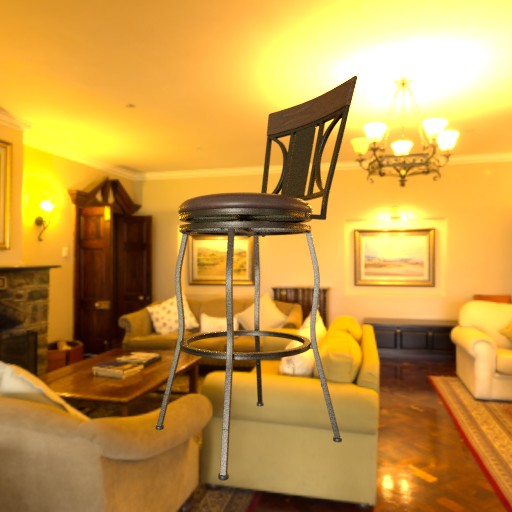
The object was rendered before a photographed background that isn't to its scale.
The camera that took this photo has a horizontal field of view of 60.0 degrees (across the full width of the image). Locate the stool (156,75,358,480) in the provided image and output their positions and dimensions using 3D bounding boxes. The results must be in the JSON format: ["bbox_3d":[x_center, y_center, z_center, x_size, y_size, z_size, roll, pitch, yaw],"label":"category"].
[{"bbox_3d":[0.000,0.000,1.432,0.513,1.130,0.448,0,-1,-35],"label":"stool"}]
